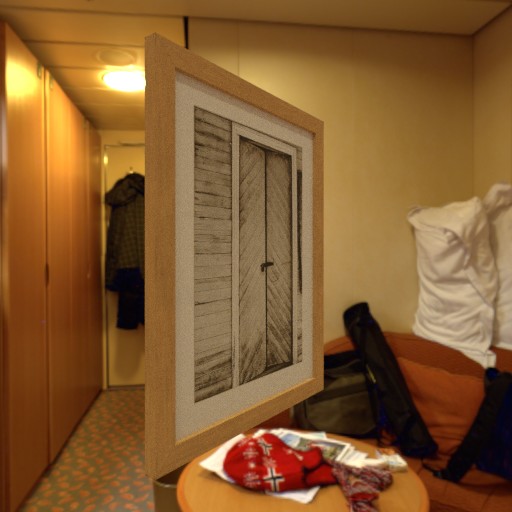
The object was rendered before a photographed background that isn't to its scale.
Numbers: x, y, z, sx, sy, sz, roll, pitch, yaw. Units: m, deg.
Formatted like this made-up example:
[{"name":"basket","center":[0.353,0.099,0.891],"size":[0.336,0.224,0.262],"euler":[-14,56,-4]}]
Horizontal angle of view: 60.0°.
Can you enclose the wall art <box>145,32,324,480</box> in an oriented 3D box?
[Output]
[{"name":"wall art","center":[0.000,0.000,0.748],"size":[0.020,0.561,0.460],"euler":[0,0,36]}]
